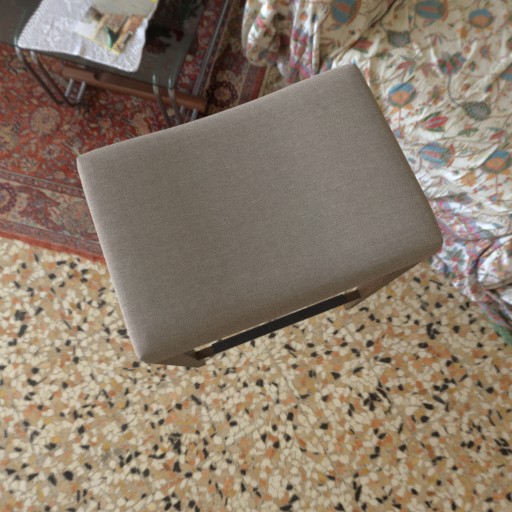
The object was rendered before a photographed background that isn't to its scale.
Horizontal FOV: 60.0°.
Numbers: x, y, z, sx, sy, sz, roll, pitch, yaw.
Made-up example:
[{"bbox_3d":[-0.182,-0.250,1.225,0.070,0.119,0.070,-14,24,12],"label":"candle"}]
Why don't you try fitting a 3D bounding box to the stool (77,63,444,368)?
[{"bbox_3d":[0.000,0.000,1.015,0.508,0.762,0.356,-20,78,-5],"label":"stool"}]
